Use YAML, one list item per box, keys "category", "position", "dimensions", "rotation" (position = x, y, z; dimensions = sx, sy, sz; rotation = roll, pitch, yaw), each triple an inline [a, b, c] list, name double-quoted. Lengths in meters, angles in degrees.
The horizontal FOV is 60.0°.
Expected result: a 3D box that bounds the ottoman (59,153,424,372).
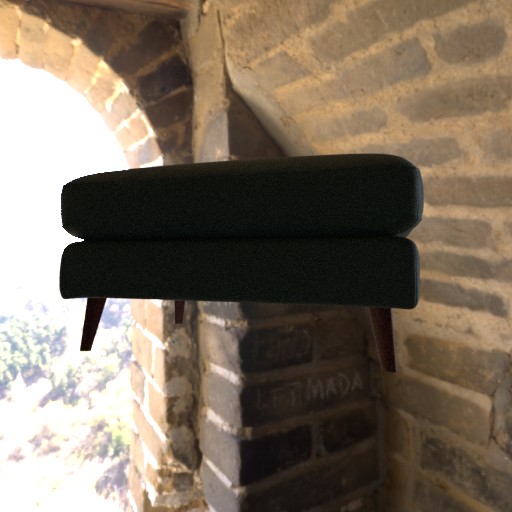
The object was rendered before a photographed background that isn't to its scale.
- category: "ottoman"
  position: [0.000, 0.000, 1.178]
  dimensions: [0.811, 0.449, 0.608]
  rotation: [0, -1, 17]
